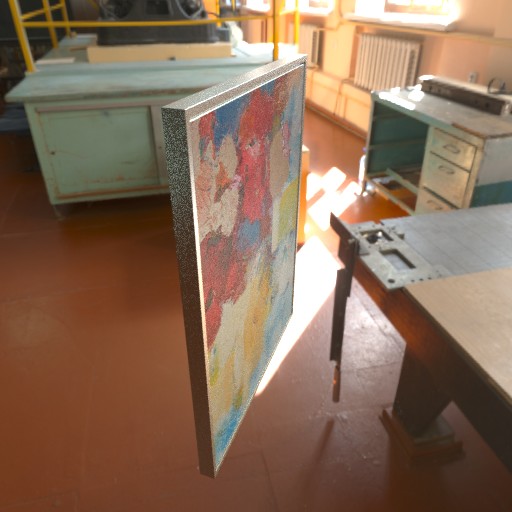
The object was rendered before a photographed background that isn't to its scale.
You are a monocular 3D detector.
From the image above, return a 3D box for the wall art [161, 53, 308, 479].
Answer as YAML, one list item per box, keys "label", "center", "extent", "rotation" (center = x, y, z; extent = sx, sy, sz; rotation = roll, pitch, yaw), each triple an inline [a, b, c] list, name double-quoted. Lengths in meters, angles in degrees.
- label: "wall art"
  center: [0.000, 0.000, 0.738]
  extent: [0.025, 0.569, 0.444]
  rotation: [11, 33, 17]
